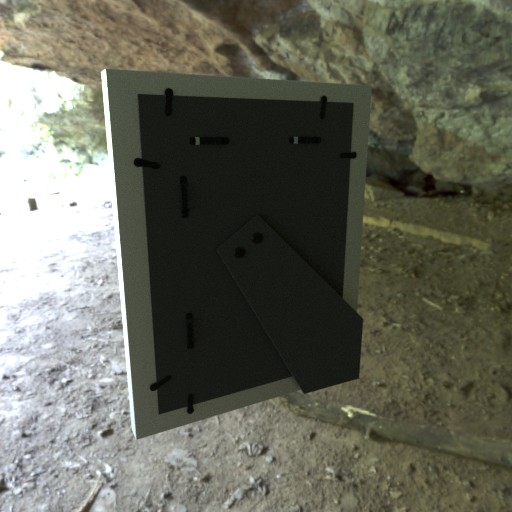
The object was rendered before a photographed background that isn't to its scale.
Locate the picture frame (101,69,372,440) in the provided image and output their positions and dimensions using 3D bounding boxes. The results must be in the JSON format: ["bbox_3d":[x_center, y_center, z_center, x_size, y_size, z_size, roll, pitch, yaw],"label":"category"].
[{"bbox_3d":[0.000,0.000,0.517,0.307,0.386,0.036,-8,17,-26],"label":"picture frame"}]
